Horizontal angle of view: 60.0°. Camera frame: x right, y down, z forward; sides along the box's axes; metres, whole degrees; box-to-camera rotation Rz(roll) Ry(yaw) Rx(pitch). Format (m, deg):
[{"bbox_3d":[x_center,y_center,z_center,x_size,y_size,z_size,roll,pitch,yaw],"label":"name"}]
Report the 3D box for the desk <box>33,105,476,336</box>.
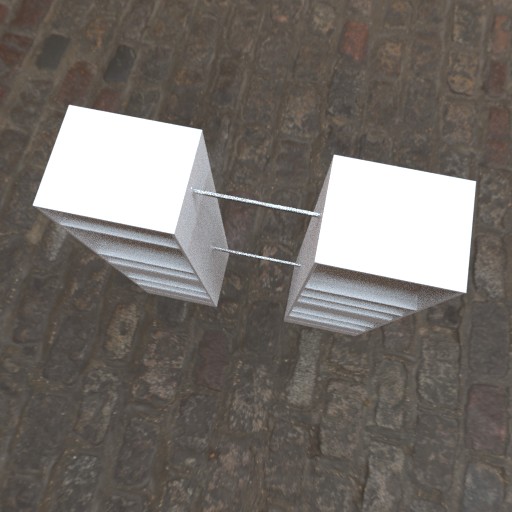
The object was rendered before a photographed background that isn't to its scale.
[{"bbox_3d":[0.000,0.000,2.797,1.770,2.000,0.480,11,75,3],"label":"desk"}]
